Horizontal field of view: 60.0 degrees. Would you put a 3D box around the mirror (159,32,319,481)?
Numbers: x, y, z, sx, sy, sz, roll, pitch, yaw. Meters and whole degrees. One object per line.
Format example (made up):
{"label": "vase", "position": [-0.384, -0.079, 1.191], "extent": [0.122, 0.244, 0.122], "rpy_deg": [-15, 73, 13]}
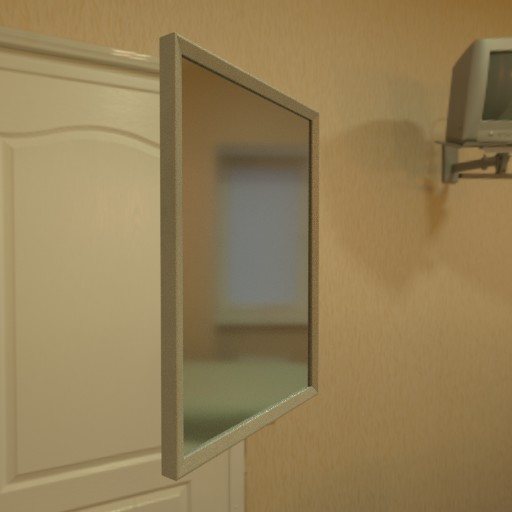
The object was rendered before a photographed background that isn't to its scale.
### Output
{"label": "mirror", "position": [0.000, 0.000, 0.920], "extent": [0.039, 0.710, 0.507], "rpy_deg": [1, 2, 34]}
